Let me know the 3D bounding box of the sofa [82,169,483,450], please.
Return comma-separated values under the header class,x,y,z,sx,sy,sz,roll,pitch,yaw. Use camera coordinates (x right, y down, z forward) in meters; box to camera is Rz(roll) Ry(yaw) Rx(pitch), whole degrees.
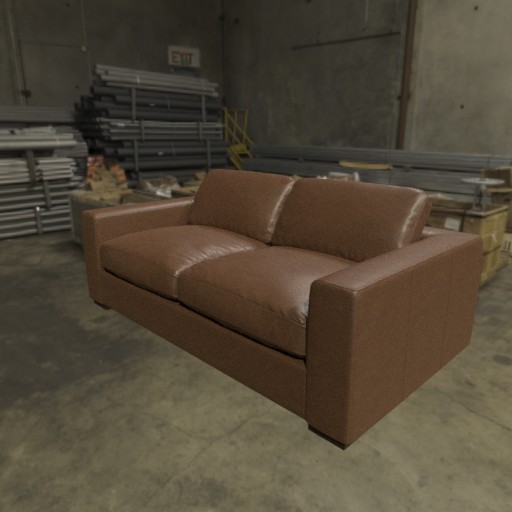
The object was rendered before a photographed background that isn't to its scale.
class,x,y,z,sx,sy,sz,roll,pitch,yaw
sofa,0.000,0.000,2.354,1.070,0.800,1.920,-15,22,-43
